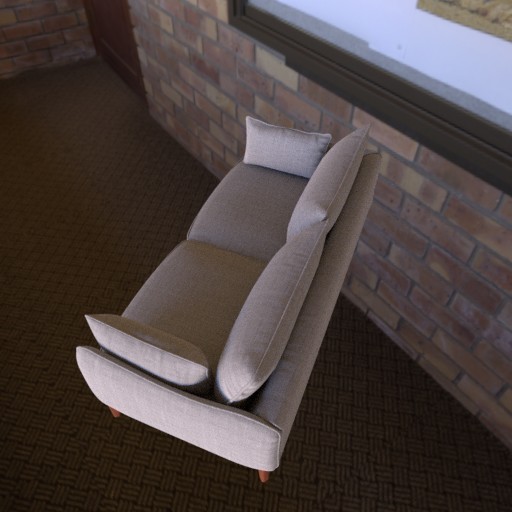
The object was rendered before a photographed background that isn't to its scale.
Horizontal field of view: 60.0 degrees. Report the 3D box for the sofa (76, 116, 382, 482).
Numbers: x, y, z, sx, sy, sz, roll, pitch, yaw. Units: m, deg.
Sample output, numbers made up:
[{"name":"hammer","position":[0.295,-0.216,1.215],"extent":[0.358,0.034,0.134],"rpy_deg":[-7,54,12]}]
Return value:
[{"name":"sofa","position":[0.000,0.000,2.460],"extent":[0.972,0.851,1.989],"rpy_deg":[17,49,15]}]
